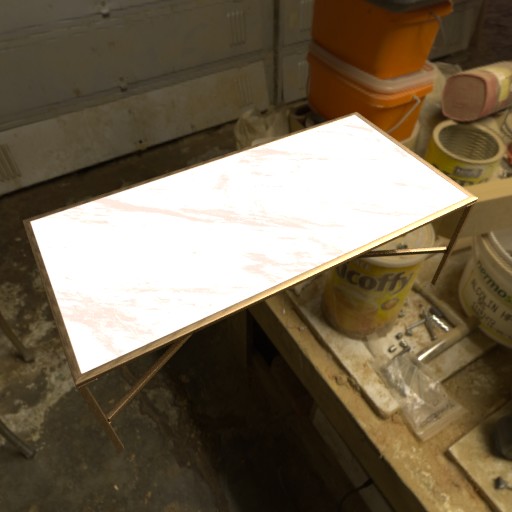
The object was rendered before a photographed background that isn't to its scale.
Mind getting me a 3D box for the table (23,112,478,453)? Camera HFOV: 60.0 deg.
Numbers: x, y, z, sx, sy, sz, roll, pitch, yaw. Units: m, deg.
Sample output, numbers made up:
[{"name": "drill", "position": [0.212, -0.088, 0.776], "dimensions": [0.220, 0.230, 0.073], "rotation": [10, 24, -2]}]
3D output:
[{"name": "table", "position": [0.000, 0.000, 1.436], "dimensions": [1.197, 0.405, 0.577], "rotation": [-23, 51, -20]}]
